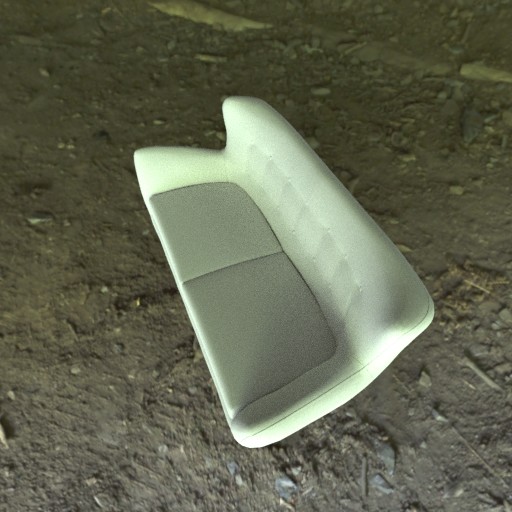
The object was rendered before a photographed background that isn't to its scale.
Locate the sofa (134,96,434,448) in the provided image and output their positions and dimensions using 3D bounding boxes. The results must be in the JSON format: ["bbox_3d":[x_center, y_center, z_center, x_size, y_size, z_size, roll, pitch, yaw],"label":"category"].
[{"bbox_3d":[0.000,0.000,2.405,0.899,0.890,1.930,-17,50,-15],"label":"sofa"}]
